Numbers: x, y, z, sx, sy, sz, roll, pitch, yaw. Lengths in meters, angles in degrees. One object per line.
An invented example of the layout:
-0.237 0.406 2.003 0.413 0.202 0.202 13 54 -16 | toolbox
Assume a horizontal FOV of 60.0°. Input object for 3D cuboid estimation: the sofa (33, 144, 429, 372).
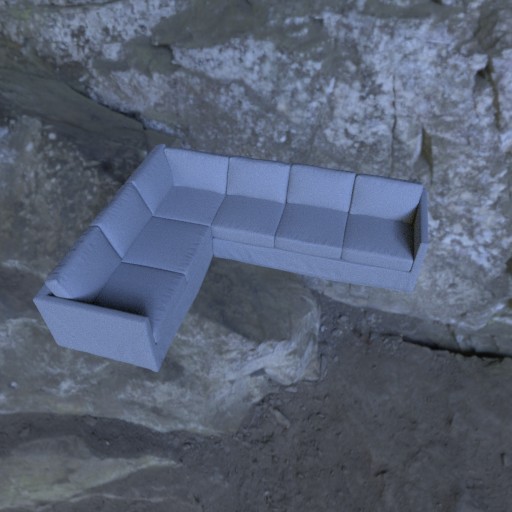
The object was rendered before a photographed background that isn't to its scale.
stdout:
0.000 0.000 4.358 3.182 0.871 2.432 10 45 10 | sofa
